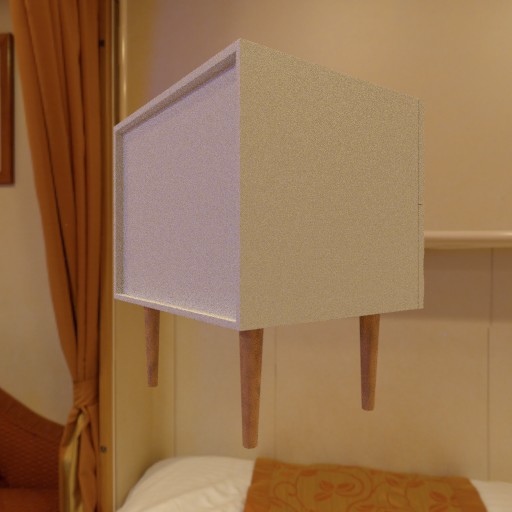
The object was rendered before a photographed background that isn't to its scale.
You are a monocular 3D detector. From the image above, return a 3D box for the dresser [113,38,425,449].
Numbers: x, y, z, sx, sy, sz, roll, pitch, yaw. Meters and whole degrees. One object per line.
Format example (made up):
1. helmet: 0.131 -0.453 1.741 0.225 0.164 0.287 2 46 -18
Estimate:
1. dresser: 0.000 0.000 0.899 0.414 0.568 0.503 0 1 -36
